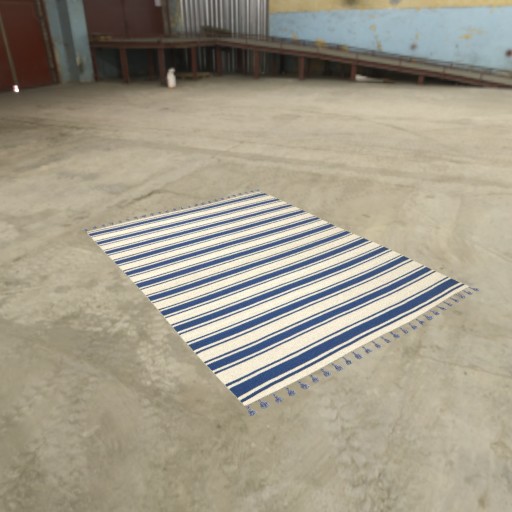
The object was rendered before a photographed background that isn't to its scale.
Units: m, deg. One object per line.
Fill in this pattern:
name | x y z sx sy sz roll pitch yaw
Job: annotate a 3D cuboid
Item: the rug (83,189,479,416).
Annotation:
rug | 0.000 0.000 4.485 2.471 0.016 3.416 -18 32 -31
